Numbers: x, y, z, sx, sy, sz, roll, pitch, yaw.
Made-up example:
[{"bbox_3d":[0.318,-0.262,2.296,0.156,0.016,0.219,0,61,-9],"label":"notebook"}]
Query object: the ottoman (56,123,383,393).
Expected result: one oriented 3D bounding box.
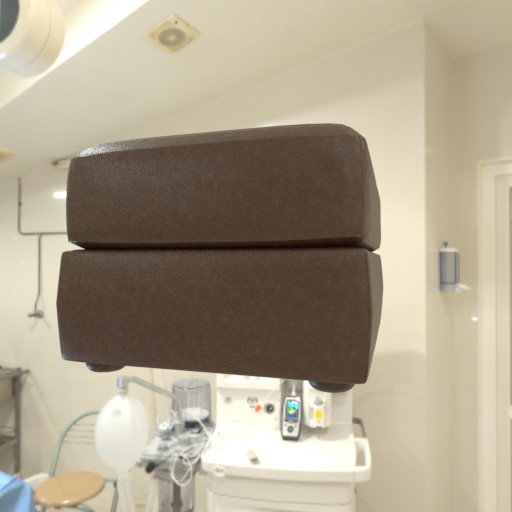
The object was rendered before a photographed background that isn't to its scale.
[{"bbox_3d":[0.000,0.000,1.120,0.603,0.476,0.751,0,-1,17],"label":"ottoman"}]
